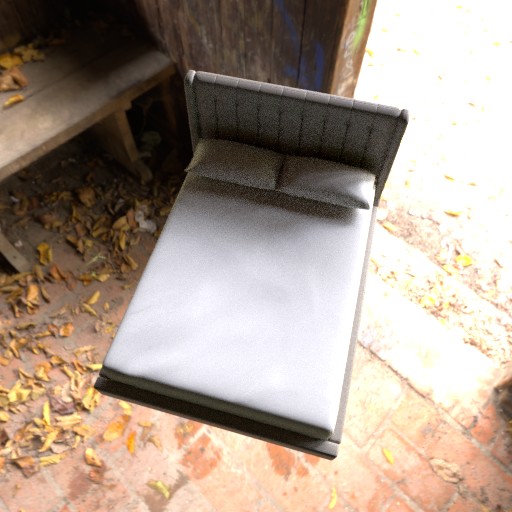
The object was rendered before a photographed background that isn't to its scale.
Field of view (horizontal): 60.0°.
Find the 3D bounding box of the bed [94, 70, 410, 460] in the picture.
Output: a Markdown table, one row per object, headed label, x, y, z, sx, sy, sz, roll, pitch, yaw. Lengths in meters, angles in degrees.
| label | x | y | z | sx | sy | sz | roll | pitch | yaw |
| --- | --- | --- | --- | --- | --- | --- | --- | --- | --- |
| bed | 0.000 | 0.000 | 3.153 | 1.656 | 1.147 | 2.232 | 13 | 60 | 8 |
